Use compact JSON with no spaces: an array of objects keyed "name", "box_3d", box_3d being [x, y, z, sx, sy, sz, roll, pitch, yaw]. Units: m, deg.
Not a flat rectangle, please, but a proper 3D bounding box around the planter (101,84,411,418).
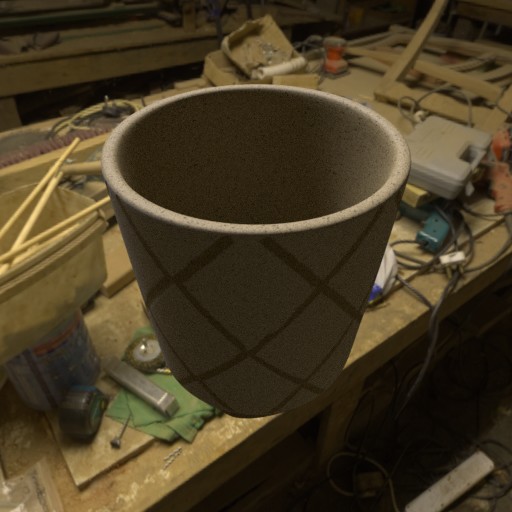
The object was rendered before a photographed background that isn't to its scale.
[{"name":"planter","box_3d":[0.000,0.000,0.412,0.228,0.235,0.228,0,41,0]}]
